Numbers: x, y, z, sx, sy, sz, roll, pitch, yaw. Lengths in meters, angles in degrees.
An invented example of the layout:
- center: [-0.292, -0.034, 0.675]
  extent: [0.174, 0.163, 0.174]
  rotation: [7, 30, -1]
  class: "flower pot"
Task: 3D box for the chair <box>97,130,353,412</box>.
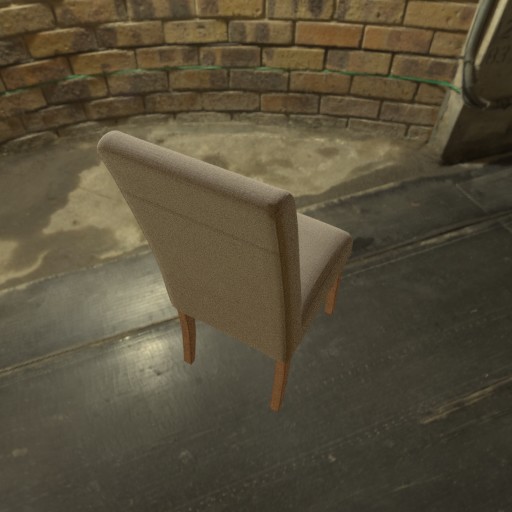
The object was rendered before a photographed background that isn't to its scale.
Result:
- center: [0.000, 0.000, 1.382]
  extent: [0.450, 1.033, 0.611]
  rotation: [23, 51, 20]
  class: "chair"
